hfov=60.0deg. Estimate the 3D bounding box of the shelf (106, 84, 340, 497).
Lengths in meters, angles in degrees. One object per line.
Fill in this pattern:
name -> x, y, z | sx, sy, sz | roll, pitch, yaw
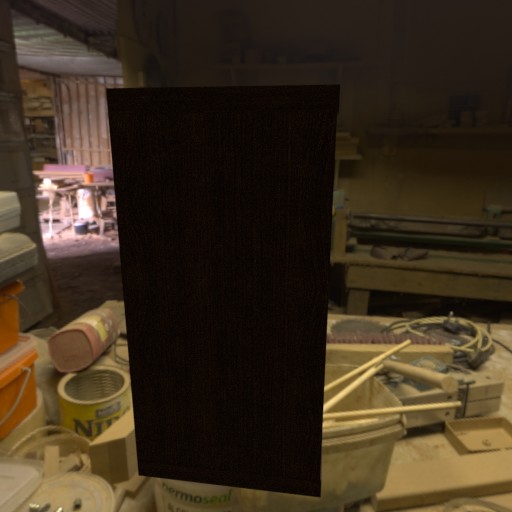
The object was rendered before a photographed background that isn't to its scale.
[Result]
shelf -> 0.000, 0.000, 1.201 | 0.390, 0.786, 0.790 | 2, 16, 9
